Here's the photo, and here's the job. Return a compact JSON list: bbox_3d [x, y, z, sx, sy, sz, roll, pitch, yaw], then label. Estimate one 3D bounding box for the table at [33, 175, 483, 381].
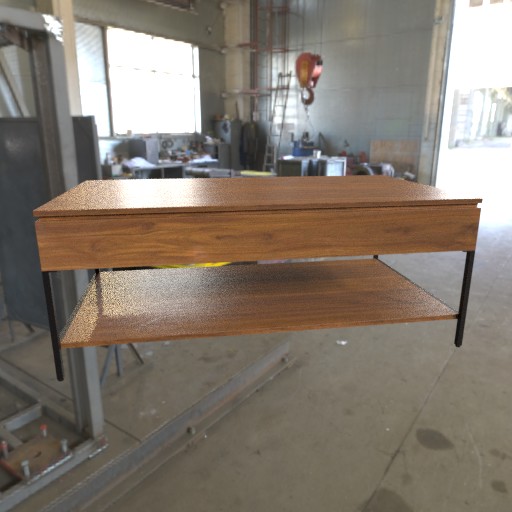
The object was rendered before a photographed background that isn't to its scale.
[{"bbox_3d":[0.000,0.000,1.354,1.057,0.414,0.574,-3,16,-9],"label":"table"}]
